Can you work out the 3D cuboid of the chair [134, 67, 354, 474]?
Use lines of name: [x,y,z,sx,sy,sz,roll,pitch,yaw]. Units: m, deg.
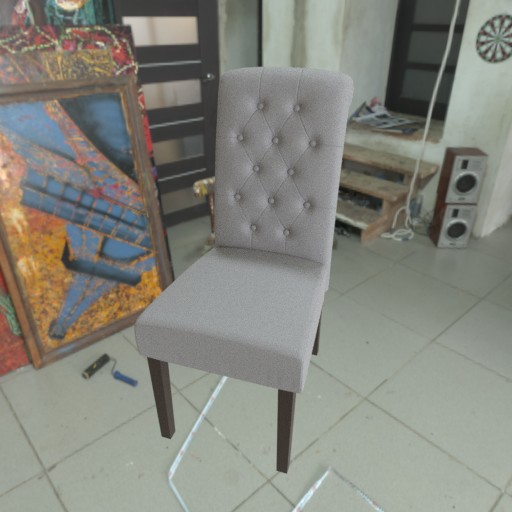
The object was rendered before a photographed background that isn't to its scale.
chair: [0.000,0.000,1.340,0.456,1.006,0.671,9,30,16]
